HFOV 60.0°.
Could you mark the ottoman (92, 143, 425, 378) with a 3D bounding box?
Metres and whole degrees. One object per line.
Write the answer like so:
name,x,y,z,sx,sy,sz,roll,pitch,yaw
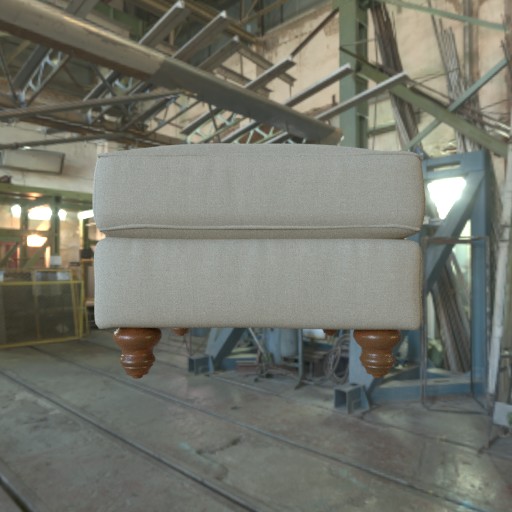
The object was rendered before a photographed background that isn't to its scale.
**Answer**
ottoman,0.000,0.000,1.173,0.662,0.505,0.716,0,-1,-1
